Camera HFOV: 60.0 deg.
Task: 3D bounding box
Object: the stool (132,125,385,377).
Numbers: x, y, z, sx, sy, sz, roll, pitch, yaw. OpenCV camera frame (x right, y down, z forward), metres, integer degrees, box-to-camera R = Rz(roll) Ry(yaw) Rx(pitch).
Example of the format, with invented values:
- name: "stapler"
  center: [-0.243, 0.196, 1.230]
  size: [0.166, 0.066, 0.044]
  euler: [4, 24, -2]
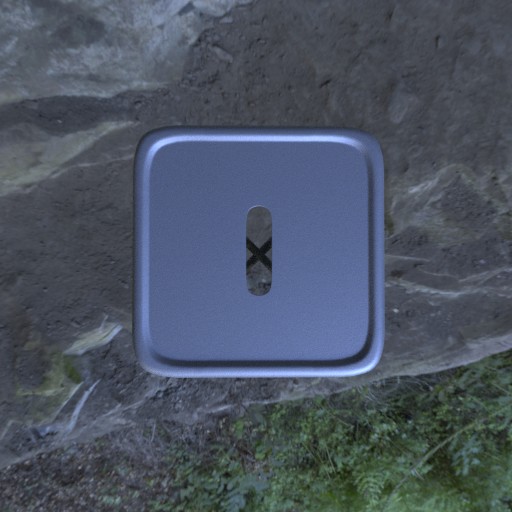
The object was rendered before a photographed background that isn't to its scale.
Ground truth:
- name: "stool"
  center: [0.000, 0.000, 0.834]
  size: [0.406, 0.610, 0.406]
  euler: [0, 89, -1]
